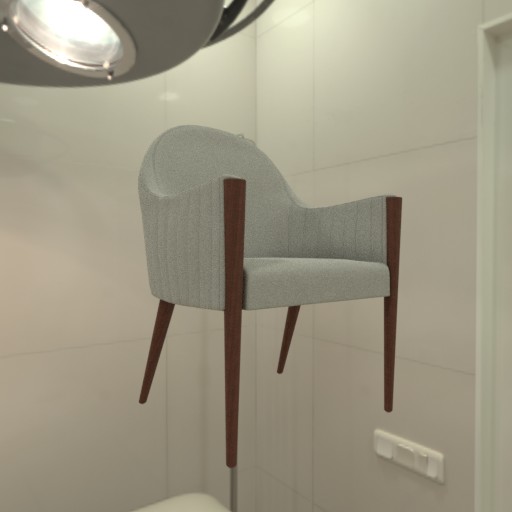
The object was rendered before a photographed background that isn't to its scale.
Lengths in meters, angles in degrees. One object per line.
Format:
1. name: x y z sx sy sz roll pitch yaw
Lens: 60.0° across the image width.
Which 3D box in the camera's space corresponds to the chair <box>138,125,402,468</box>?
1. chair: 0.000 0.000 1.318 0.610 0.889 0.620 -1 1 -37
